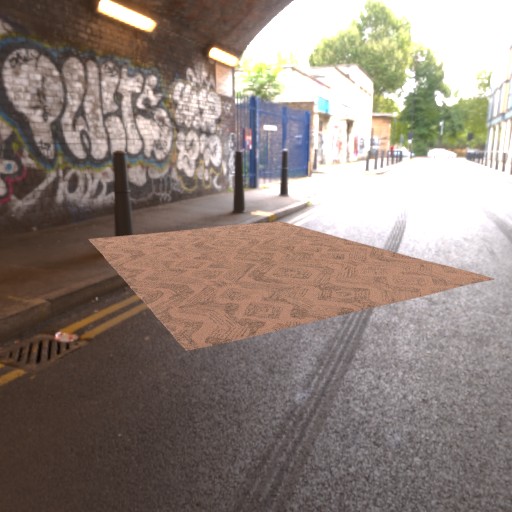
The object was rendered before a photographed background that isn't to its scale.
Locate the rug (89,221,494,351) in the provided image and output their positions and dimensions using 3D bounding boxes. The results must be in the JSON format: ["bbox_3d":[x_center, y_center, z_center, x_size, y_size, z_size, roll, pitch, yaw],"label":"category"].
[{"bbox_3d":[0.000,0.000,4.012,2.430,0.030,3.054,-7,16,-28],"label":"rug"}]
